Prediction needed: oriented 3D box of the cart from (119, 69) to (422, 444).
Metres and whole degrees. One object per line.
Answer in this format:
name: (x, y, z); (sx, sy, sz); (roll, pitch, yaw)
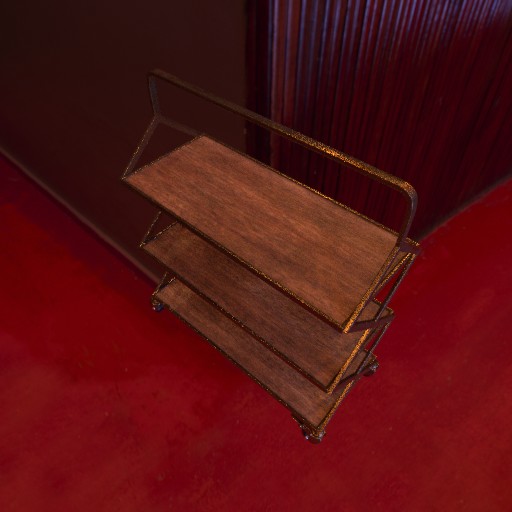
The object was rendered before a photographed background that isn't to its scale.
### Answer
cart: (0.000, 0.000, 1.163); (0.723, 0.805, 0.313); (33, 55, 27)
